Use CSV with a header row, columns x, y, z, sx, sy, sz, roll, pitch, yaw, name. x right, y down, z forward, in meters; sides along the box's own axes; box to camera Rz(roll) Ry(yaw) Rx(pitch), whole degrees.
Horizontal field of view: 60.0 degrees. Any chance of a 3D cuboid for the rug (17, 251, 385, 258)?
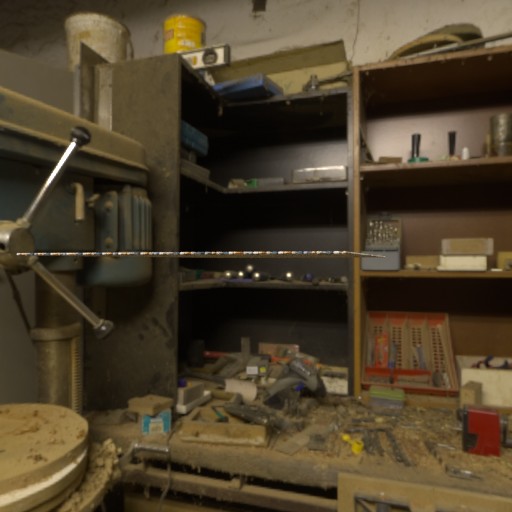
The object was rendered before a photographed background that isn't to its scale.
x,y,z,sx,sy,sz,roll,pitch,yaw,name
0.000,0.000,2.959,1.533,0.010,2.428,0,-1,19,rug
